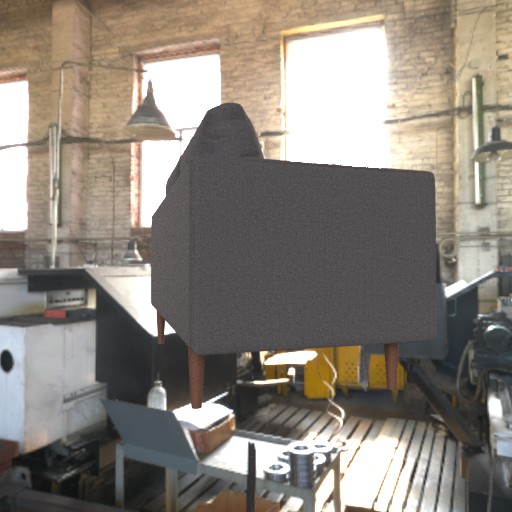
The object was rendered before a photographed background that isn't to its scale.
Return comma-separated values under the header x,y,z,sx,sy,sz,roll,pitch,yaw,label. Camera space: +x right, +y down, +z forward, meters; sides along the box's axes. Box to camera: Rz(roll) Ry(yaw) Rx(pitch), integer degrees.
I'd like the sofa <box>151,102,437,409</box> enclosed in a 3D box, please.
x,y,z,sx,sy,sz,roll,pitch,yaw,label
0.000,0.000,1.930,0.796,0.908,1.430,0,-1,-17,sofa
